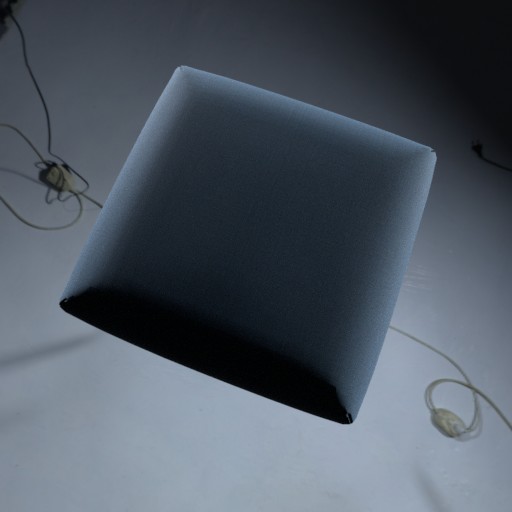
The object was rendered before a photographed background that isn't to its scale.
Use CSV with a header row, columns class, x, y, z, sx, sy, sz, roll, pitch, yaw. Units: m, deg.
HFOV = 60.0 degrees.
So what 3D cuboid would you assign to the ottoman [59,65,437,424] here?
class,x,y,z,sx,sy,sz,roll,pitch,yaw
ottoman,0.000,0.000,0.914,0.507,0.475,0.497,21,76,5
